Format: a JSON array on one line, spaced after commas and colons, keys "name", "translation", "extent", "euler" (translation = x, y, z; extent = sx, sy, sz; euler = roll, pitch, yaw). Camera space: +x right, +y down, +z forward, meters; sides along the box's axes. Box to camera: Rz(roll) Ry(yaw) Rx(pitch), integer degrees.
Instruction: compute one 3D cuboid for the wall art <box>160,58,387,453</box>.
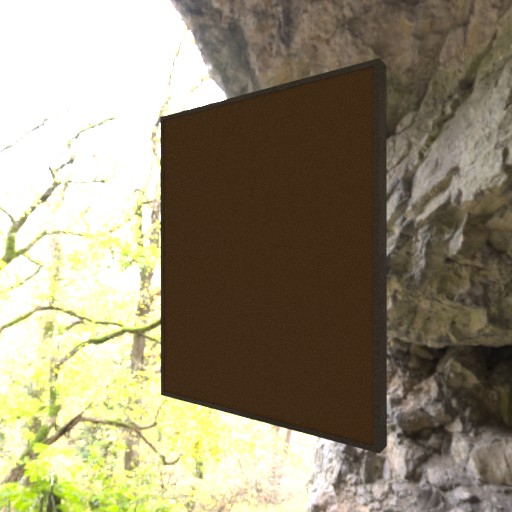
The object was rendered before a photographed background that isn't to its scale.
[{"name": "wall art", "translation": [0.000, 0.000, 0.719], "extent": [0.421, 0.521, 0.032], "euler": [0, 0, 36]}]
